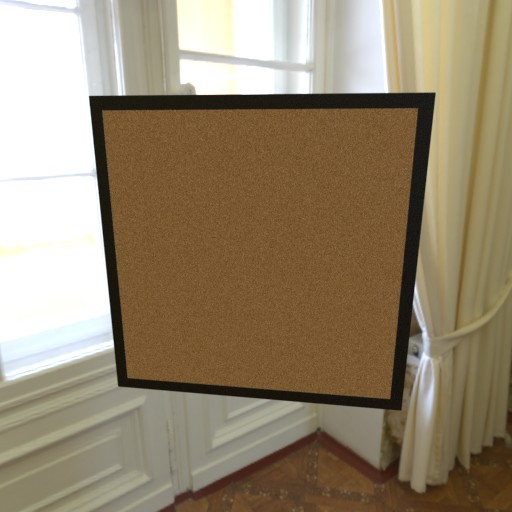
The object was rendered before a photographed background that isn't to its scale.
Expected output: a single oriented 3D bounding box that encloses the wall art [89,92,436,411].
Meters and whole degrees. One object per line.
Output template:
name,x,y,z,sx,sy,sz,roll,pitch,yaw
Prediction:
wall art,0.000,0.000,0.445,0.304,0.304,0.038,2,17,8
